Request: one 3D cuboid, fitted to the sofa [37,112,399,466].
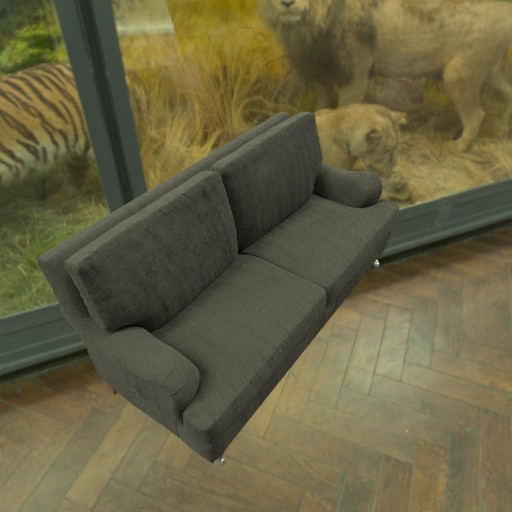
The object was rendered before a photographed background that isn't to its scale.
[{"bbox_3d":[0.000,0.000,2.784,1.086,1.087,2.165,26,48,26],"label":"sofa"}]
